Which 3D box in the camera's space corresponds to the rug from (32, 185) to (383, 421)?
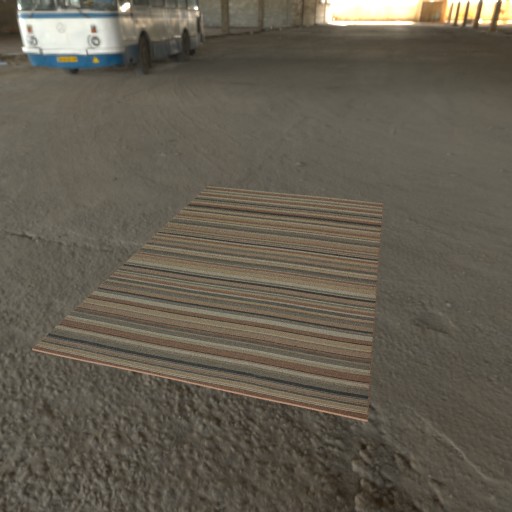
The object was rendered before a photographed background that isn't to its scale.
[{"bbox_3d":[0.000,0.000,2.266,1.219,0.008,1.829,8,30,14],"label":"rug"}]
